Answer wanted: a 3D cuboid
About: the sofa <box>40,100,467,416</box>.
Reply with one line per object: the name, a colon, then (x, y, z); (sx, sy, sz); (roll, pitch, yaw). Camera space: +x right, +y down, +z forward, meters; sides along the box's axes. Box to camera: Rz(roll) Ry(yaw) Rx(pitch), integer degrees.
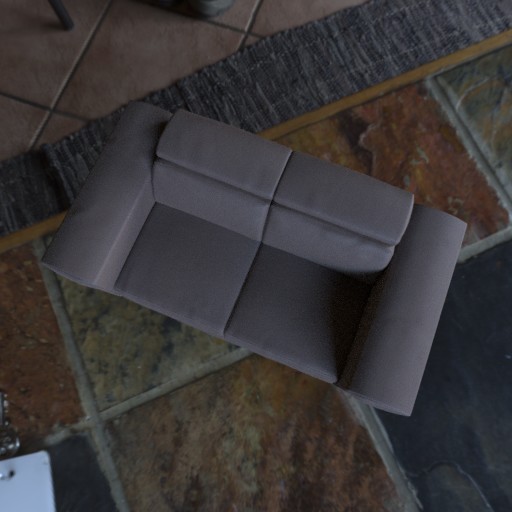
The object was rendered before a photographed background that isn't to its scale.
sofa: (0.000, 0.000, 2.390); (1.895, 0.779, 1.003); (21, 76, 6)
